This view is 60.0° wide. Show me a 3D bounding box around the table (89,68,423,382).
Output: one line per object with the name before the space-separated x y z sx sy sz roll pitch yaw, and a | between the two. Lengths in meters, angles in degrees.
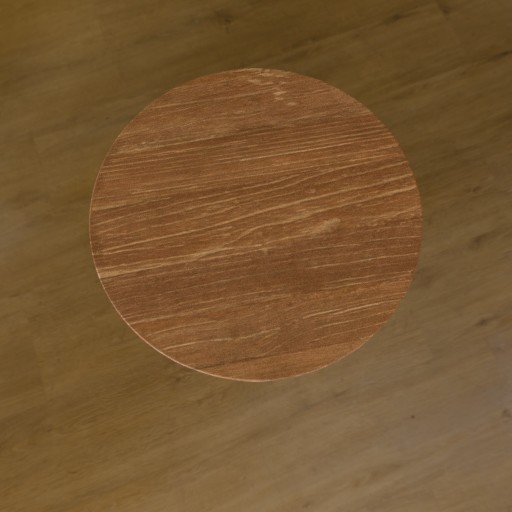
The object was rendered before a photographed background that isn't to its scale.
table | 0.000 0.000 0.967 0.527 0.551 0.527 0 74 0
